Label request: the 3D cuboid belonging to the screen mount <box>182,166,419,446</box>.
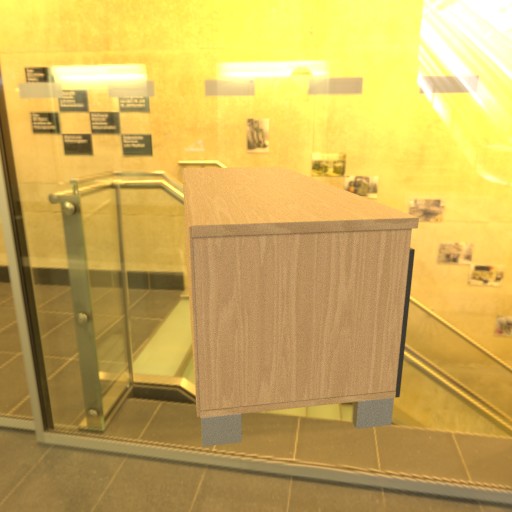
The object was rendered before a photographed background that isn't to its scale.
[{"bbox_3d":[0.000,0.000,1.328,0.406,0.432,1.084,-3,16,-9],"label":"screen mount"}]
